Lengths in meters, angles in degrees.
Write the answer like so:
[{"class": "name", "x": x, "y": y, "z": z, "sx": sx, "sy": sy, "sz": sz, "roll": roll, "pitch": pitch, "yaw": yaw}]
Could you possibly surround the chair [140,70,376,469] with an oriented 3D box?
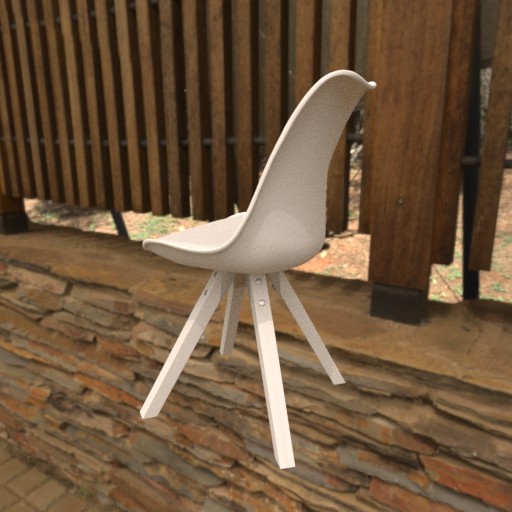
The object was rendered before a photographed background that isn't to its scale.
[{"class": "chair", "x": 0.000, "y": 0.000, "z": 1.164, "sx": 0.550, "sy": 0.850, "sz": 0.485, "roll": 7, "pitch": 16, "yaw": 26}]
